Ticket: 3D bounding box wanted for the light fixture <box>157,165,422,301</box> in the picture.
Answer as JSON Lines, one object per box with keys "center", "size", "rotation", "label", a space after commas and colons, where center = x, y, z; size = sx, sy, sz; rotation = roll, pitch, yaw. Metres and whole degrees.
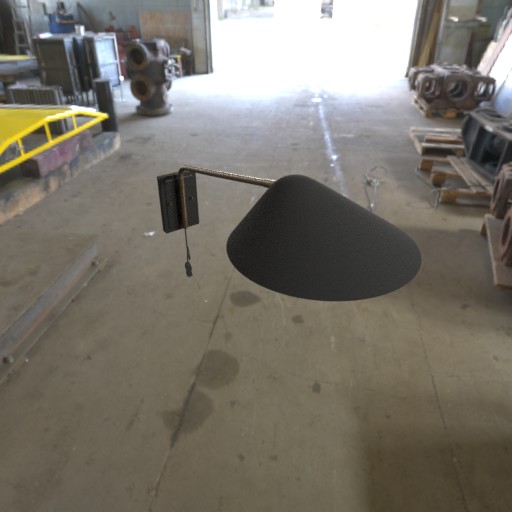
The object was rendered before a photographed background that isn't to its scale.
{"center": [0.000, 0.000, 0.695], "size": [0.240, 0.312, 0.516], "rotation": [-21, 36, -31], "label": "light fixture"}
